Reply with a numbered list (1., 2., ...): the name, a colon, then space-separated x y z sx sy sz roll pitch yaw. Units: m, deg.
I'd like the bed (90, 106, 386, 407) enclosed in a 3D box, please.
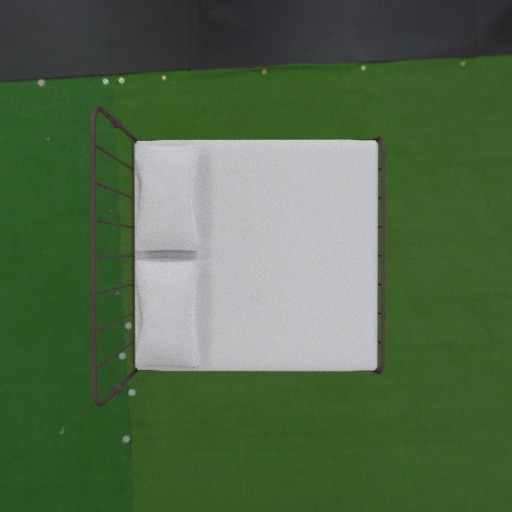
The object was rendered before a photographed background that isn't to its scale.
1. bed: 0.000 0.000 3.519 2.134 1.446 2.044 0 91 1
